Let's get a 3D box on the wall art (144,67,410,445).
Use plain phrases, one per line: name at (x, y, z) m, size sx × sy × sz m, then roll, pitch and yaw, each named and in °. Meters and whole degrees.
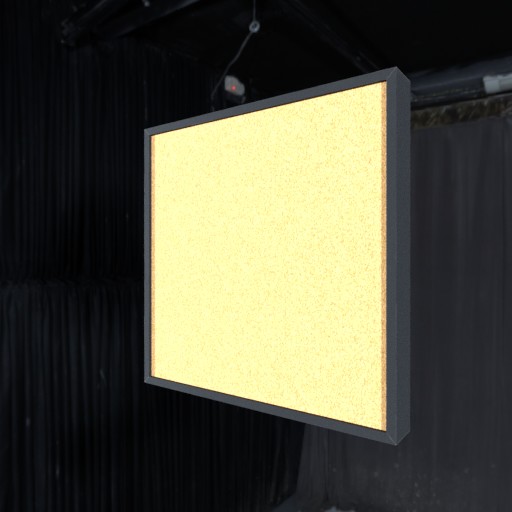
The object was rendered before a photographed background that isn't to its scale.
wall art at (0.000, 0.000, 0.461) m, size 0.305 × 0.305 × 0.037 m, roll 0°, pitch 0°, yaw 36°
